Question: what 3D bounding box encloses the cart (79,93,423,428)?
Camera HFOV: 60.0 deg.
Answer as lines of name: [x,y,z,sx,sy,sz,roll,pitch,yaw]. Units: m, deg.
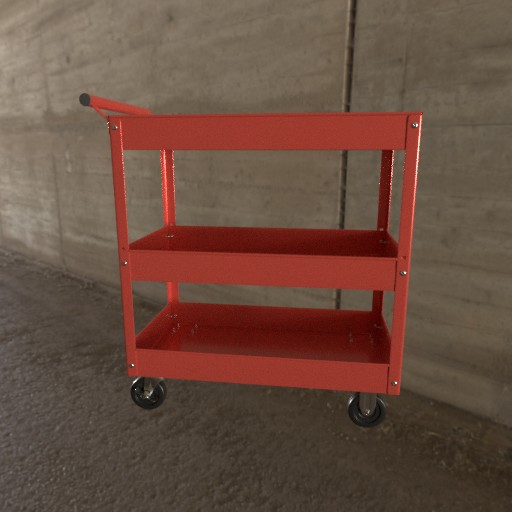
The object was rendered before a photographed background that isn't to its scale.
cart: [0.000,0.000,1.168,0.719,0.780,0.366,2,13,8]
